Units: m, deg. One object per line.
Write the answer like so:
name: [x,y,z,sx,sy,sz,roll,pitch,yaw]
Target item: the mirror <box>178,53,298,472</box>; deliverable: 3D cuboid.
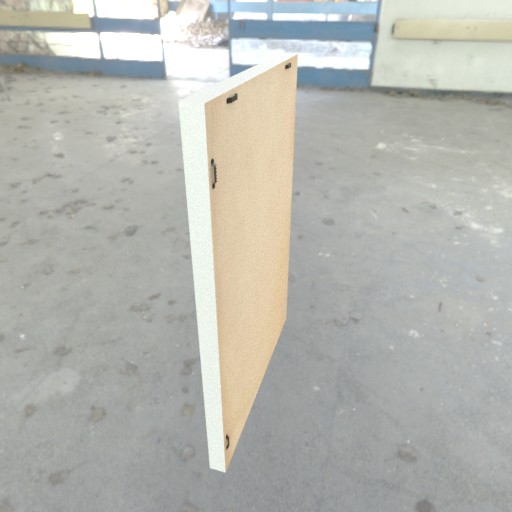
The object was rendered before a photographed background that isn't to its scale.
mirror: [0.000,0.000,0.912,0.039,0.710,0.507,9,32,15]
